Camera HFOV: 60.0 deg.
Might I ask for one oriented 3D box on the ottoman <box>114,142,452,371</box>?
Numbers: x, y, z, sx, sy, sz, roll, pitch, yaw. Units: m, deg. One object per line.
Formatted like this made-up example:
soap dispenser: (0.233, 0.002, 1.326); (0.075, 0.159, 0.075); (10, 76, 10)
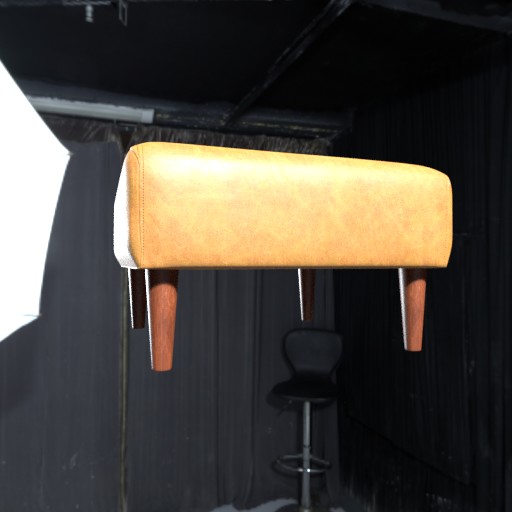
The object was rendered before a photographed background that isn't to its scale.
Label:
ottoman: (0.000, 0.000, 1.085); (0.650, 0.399, 0.650); (0, -1, -19)
